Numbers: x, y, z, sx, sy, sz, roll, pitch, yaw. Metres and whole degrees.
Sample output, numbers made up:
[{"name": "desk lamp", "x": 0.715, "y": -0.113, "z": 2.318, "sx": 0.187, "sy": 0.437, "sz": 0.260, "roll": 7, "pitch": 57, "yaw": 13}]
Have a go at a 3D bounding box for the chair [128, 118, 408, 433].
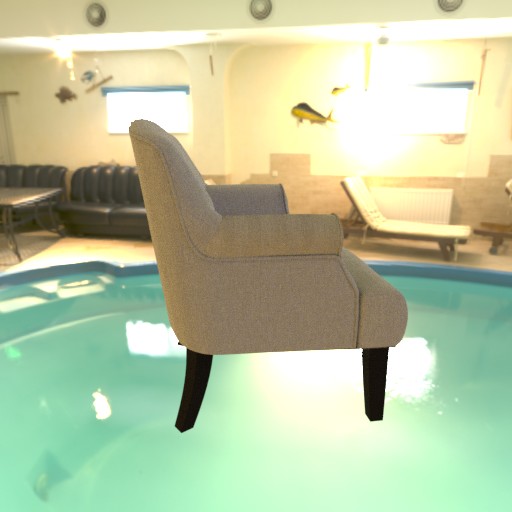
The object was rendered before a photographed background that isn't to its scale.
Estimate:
[{"name": "chair", "x": 0.000, "y": 0.000, "z": 1.487, "sx": 0.755, "sy": 0.880, "sz": 0.772, "roll": -2, "pitch": 16, "yaw": -9}]
